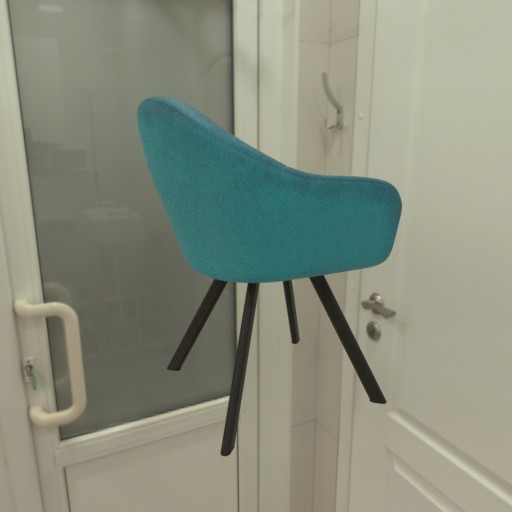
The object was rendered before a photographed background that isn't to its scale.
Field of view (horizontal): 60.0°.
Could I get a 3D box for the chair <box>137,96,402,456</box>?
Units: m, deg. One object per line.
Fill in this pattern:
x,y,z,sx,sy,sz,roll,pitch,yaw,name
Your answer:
0.000,0.000,1.182,0.570,0.780,0.540,-7,16,-26,chair
